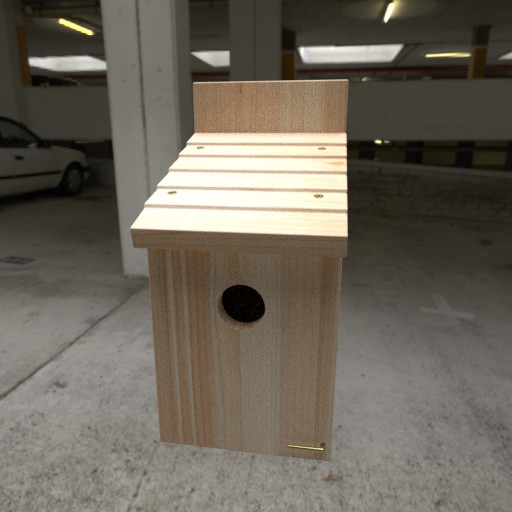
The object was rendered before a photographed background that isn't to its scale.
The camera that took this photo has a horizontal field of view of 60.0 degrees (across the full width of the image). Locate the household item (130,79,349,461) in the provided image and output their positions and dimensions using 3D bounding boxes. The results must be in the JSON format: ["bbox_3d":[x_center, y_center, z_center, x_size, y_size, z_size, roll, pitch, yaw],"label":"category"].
[{"bbox_3d":[0.000,0.000,0.387,0.149,0.300,0.171,3,16,9],"label":"household item"}]
